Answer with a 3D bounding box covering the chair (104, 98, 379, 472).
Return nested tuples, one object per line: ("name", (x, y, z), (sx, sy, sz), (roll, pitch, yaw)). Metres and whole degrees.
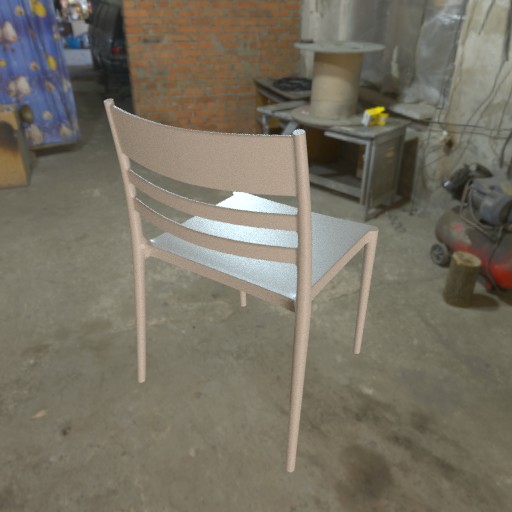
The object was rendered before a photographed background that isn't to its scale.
("chair", (0.000, 0.000, 1.155), (0.531, 0.800, 0.511), (19, 35, 29))
